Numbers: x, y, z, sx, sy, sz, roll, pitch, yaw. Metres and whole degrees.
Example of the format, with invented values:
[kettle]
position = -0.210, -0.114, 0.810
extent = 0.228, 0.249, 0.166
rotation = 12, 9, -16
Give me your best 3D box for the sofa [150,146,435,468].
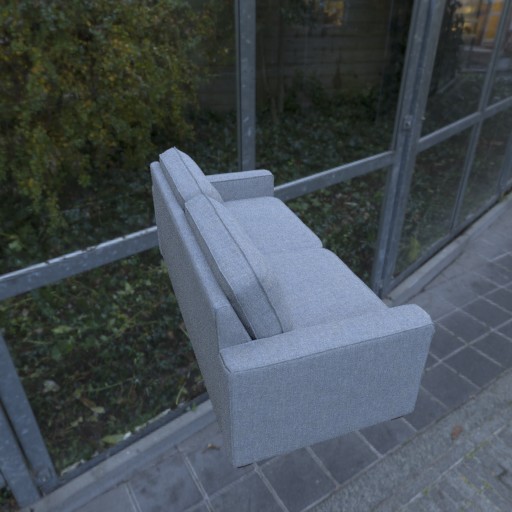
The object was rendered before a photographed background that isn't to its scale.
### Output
[sofa]
position = 0.000, 0.000, 2.652
extent = 0.945, 0.918, 2.078
rotation = -10, 32, -17
